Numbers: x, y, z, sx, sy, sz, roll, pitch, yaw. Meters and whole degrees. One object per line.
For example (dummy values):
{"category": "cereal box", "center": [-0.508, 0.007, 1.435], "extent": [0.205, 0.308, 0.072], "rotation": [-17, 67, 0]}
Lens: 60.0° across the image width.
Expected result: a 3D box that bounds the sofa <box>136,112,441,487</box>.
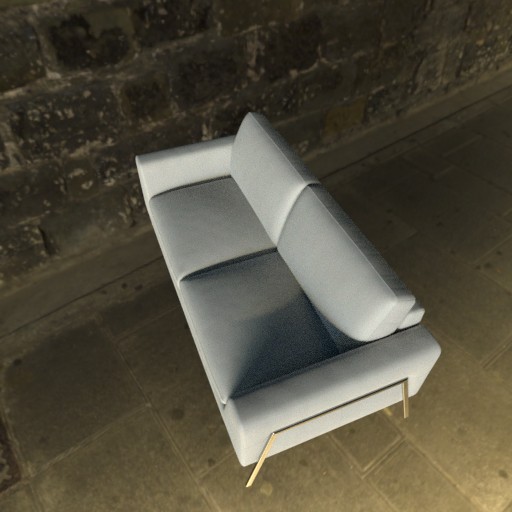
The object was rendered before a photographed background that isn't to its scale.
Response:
{"category": "sofa", "center": [0.000, 0.000, 2.560], "extent": [0.953, 0.875, 2.017], "rotation": [-16, 48, -15]}
